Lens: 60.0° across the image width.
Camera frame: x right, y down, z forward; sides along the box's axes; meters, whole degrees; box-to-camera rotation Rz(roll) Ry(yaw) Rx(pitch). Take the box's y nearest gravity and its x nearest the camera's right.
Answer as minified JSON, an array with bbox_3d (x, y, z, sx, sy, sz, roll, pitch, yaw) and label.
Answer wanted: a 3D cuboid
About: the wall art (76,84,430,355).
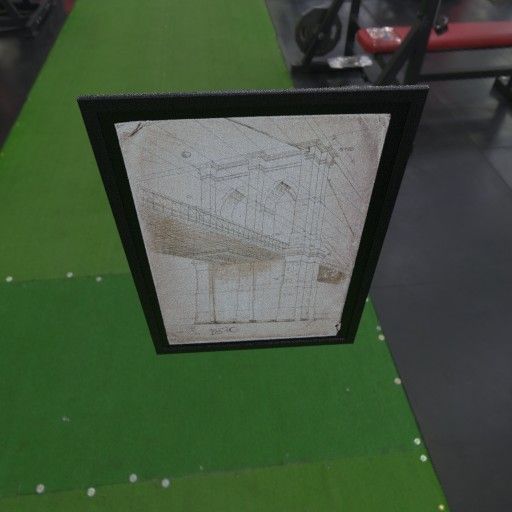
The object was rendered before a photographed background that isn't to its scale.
[{"bbox_3d":[0.000,0.000,1.243,0.707,0.967,0.013,-3,47,-3],"label":"wall art"}]
